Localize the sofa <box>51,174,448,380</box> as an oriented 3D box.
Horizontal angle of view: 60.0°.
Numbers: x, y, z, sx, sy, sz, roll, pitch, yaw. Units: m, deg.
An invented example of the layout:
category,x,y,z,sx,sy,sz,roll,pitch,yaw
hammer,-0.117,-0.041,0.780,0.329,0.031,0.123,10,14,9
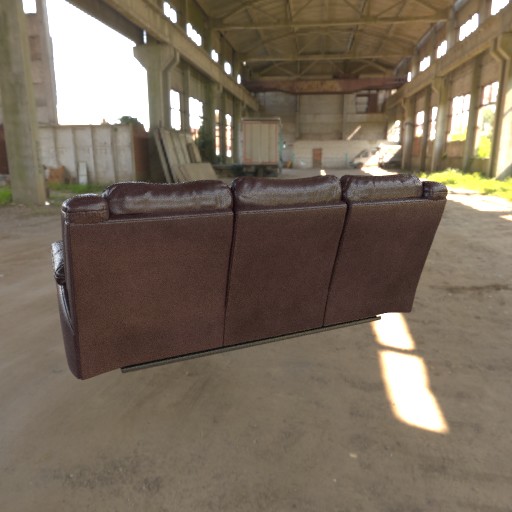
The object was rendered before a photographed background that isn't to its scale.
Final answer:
category,x,y,z,sx,sy,sz,roll,pitch,yaw
sofa,0.000,0.000,2.803,2.337,1.043,0.991,-6,15,-25
